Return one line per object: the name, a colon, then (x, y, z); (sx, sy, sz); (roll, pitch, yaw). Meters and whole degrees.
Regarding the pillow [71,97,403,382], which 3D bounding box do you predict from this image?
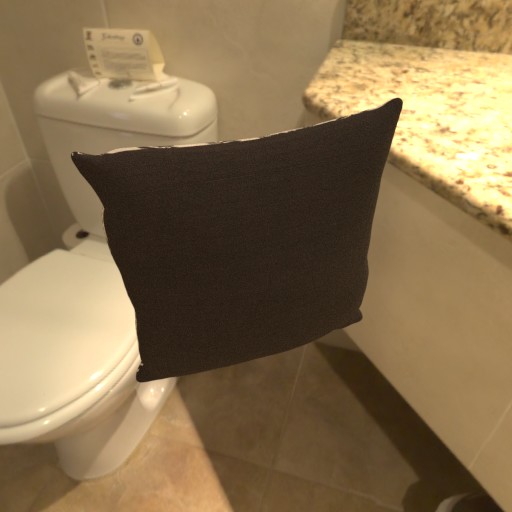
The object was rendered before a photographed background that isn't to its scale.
pillow: (0.000, 0.000, 0.684); (0.440, 0.441, 0.182); (-13, 42, -15)
